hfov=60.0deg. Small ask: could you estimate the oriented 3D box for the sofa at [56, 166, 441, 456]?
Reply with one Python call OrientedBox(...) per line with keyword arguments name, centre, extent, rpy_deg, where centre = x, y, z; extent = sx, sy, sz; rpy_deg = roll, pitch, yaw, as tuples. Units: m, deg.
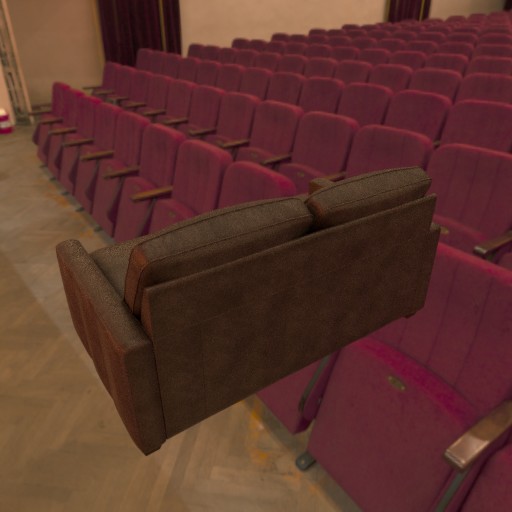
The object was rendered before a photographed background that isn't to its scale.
OrientedBox(name="sofa", centre=(0.000, 0.000, 2.261), extent=(1.732, 0.916, 0.939), rpy_deg=(-18, 34, -30))
